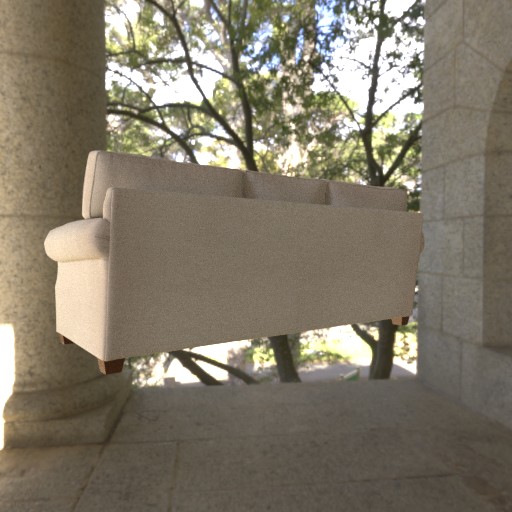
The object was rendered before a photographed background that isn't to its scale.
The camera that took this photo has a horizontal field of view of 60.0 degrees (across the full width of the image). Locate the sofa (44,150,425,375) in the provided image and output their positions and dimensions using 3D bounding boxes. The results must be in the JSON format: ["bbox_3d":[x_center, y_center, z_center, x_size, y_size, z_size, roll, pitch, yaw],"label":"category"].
[{"bbox_3d":[0.000,0.000,2.774,2.312,0.975,0.965,-1,1,-36],"label":"sofa"}]
